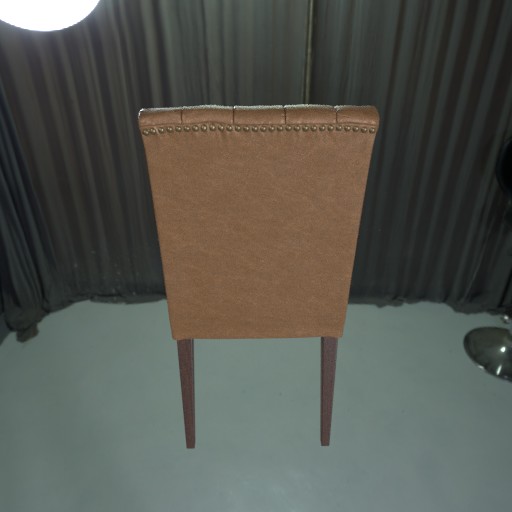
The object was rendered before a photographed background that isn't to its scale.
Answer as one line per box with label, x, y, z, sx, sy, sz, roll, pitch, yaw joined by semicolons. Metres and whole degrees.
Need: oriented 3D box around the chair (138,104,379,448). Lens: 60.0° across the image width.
chair;0.000;0.000;1.377;0.511;1.016;0.647;-1;30;-1
